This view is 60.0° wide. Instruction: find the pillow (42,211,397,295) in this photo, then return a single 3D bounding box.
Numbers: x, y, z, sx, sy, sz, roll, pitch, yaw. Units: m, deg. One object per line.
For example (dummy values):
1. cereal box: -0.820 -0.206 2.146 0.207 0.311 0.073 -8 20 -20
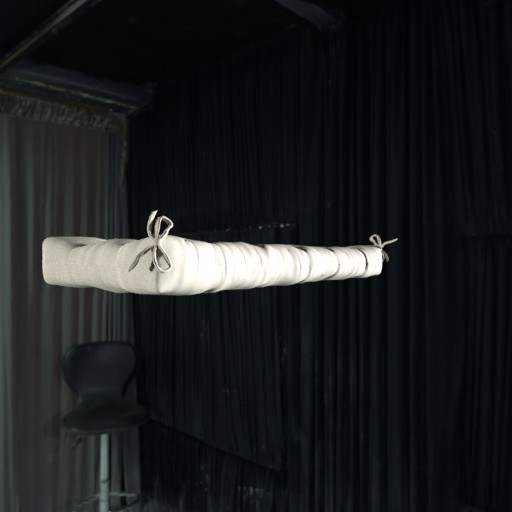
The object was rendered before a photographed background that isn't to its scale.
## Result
1. pillow: 0.000 0.000 1.378 0.511 0.174 1.194 0 0 37
